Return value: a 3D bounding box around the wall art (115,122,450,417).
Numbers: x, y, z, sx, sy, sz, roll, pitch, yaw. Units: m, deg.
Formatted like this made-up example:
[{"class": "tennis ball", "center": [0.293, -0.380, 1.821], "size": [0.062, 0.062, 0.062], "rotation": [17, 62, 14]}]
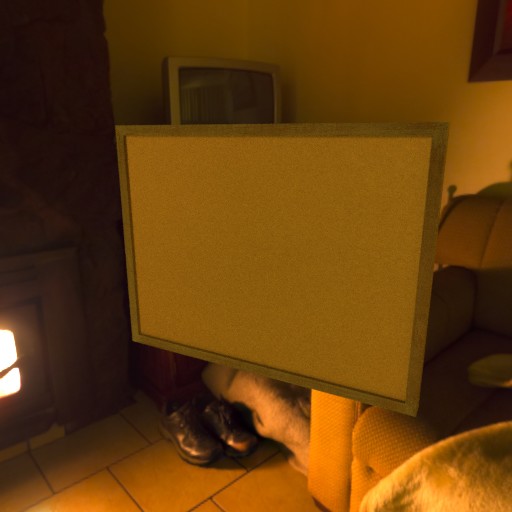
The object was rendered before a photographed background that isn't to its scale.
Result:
[{"class": "wall art", "center": [0.000, 0.000, 1.771], "size": [1.320, 1.009, 0.070], "rotation": [8, 17, 26]}]
